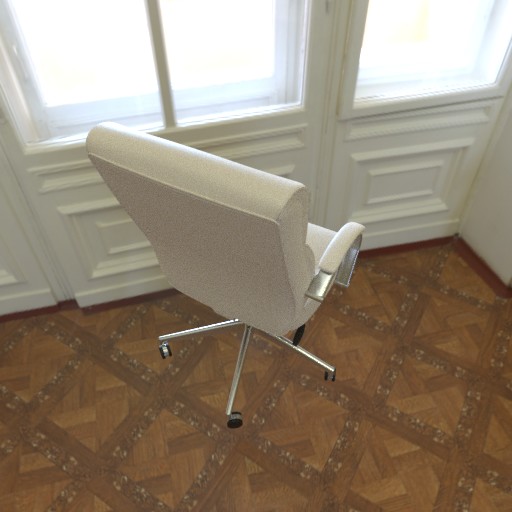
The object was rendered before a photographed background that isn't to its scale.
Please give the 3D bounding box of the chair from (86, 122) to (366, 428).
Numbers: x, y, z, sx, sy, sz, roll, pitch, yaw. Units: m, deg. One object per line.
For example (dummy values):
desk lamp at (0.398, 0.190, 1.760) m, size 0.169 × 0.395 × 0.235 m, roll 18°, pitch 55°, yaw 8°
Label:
chair at (0.000, 0.000, 1.538) m, size 0.727 × 1.099 × 0.745 m, roll 22°, pitch 49°, yaw 21°
